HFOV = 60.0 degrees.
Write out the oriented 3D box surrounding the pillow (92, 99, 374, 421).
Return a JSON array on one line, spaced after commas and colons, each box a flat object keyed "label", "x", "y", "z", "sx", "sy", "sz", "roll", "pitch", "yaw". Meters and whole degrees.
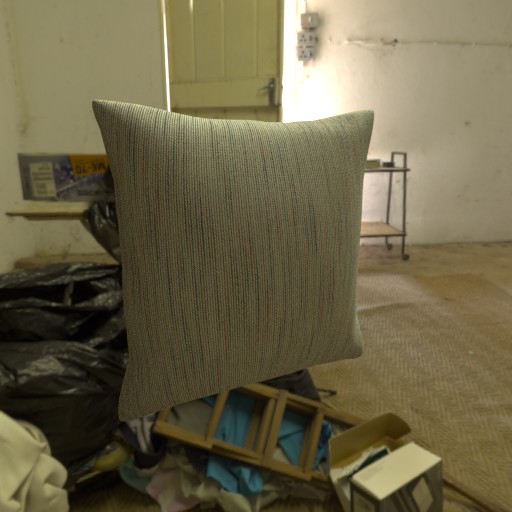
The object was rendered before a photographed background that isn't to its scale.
[{"label": "pillow", "x": 0.000, "y": 0.000, "z": 0.783, "sx": 0.512, "sy": 0.506, "sz": 0.178, "roll": -8, "pitch": 17, "yaw": -26}]
